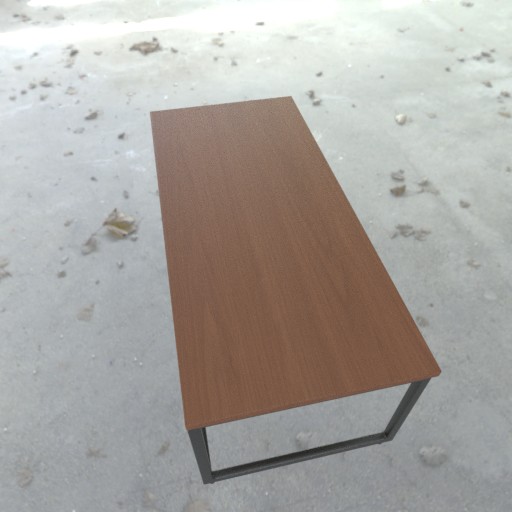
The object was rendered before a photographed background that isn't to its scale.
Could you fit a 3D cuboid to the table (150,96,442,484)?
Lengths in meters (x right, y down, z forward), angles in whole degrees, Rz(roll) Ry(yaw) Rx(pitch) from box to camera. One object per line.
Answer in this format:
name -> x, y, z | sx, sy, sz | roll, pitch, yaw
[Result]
table -> 0.000, 0.000, 1.334 | 0.500, 0.400, 1.100 | -9, 49, -8
